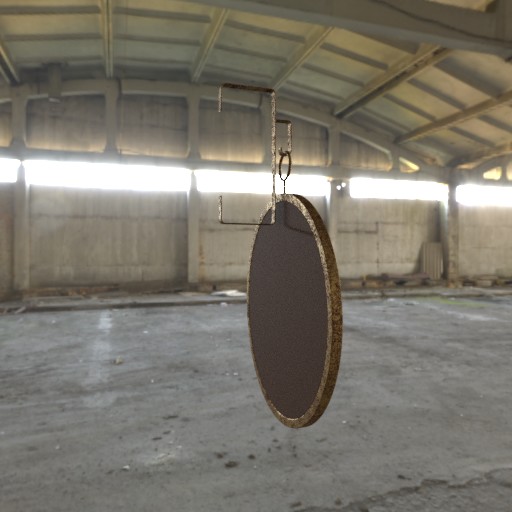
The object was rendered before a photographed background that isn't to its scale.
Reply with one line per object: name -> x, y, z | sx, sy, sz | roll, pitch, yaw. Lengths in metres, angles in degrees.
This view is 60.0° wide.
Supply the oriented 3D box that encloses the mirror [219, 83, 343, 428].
mirror -> 0.000, 0.000, 0.860 | 0.144, 0.651, 0.447 | 0, 0, -18
